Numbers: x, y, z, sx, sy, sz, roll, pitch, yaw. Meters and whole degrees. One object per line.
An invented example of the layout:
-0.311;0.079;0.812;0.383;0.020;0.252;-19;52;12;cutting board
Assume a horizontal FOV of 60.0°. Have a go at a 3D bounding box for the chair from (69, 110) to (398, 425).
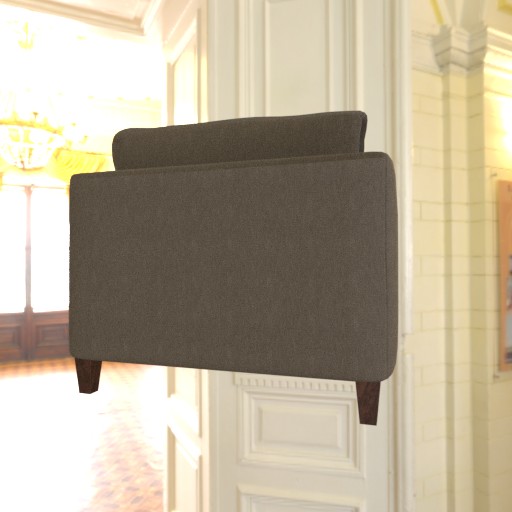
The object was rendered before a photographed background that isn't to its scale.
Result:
0.000;0.000;1.811;1.107;0.963;0.959;0;-1;18;chair
